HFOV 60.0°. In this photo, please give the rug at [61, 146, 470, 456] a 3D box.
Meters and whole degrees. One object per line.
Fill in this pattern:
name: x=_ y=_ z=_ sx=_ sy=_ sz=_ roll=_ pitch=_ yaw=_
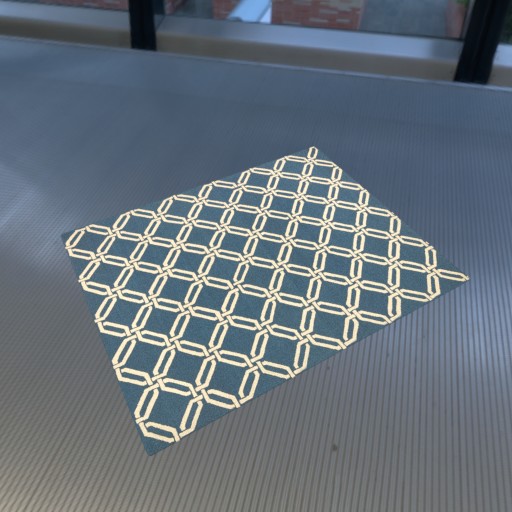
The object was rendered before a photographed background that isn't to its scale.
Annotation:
rug: x=0.000 y=0.000 z=3.908 sx=2.867 sy=0.020 sz=2.277 roll=-23 pitch=52 yaw=-20
